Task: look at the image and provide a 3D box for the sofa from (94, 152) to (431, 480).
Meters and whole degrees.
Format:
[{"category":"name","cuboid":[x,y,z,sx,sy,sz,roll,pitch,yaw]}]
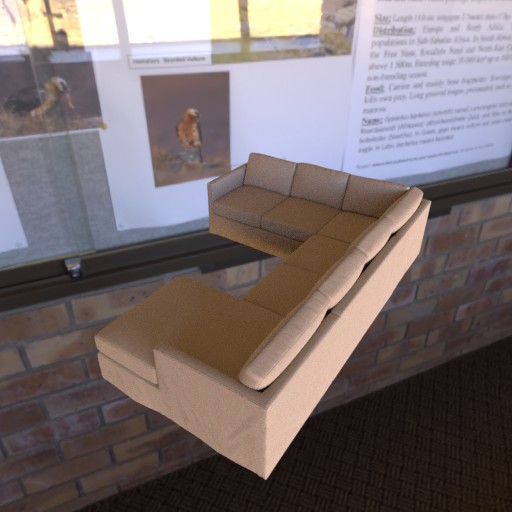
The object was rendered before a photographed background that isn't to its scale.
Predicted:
[{"category":"sofa","cuboid":[0.000,0.000,4.434,2.427,0.882,3.460,19,37,28]}]
